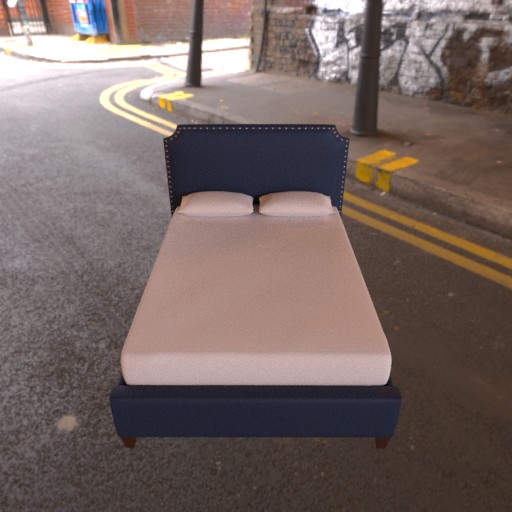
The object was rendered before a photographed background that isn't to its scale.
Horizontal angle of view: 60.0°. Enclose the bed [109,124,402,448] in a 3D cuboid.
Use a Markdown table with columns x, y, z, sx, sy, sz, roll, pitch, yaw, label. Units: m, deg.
| x | y | z | sx | sy | sz | roll | pitch | yaw | label |
| --- | --- | --- | --- | --- | --- | --- | --- | --- | --- |
| 0.000 | 0.000 | 3.402 | 1.712 | 1.443 | 2.372 | 0 | 31 | 0 | bed |
